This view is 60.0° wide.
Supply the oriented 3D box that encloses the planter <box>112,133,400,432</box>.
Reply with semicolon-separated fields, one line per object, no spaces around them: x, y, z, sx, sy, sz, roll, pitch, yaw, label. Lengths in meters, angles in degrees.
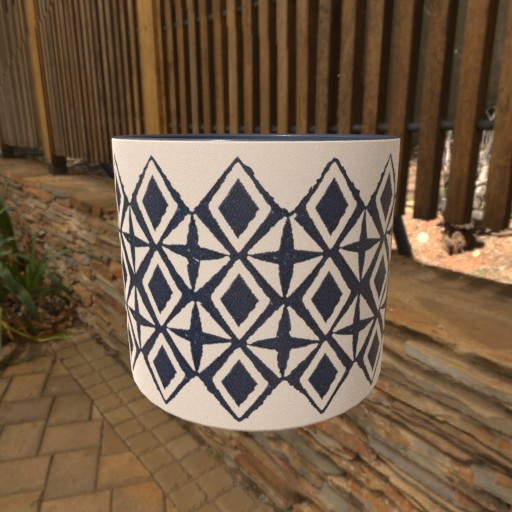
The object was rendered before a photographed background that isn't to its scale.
0.000;0.000;0.386;0.224;0.203;0.224;0;16;0;planter
